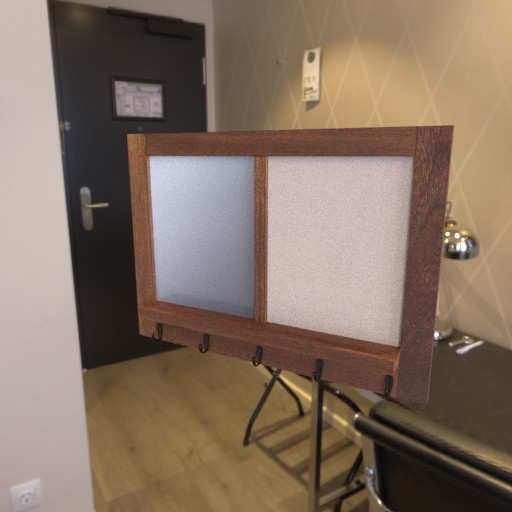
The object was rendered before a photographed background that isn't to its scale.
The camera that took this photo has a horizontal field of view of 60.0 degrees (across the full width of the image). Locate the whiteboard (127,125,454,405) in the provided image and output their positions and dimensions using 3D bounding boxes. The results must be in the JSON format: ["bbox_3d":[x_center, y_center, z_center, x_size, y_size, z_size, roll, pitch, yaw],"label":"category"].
[{"bbox_3d":[0.000,0.000,1.021,0.783,0.559,0.083,7,15,27],"label":"whiteboard"}]
